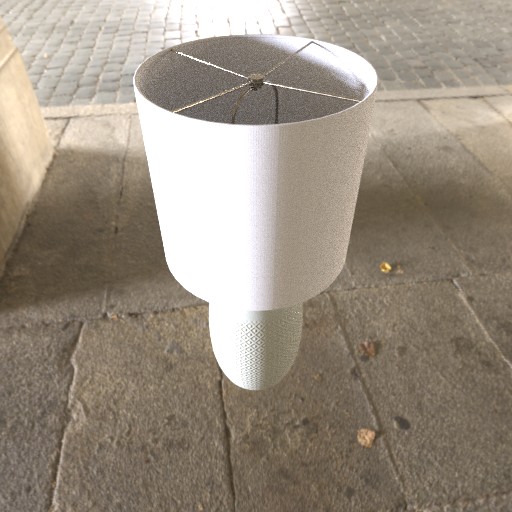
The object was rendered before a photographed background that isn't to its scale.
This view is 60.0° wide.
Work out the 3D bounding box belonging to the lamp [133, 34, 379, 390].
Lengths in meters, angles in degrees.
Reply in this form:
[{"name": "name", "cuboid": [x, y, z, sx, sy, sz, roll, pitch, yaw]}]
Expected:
[{"name": "lamp", "cuboid": [0.000, 0.000, 0.552, 0.217, 0.453, 0.217, 26, 49, 26]}]
